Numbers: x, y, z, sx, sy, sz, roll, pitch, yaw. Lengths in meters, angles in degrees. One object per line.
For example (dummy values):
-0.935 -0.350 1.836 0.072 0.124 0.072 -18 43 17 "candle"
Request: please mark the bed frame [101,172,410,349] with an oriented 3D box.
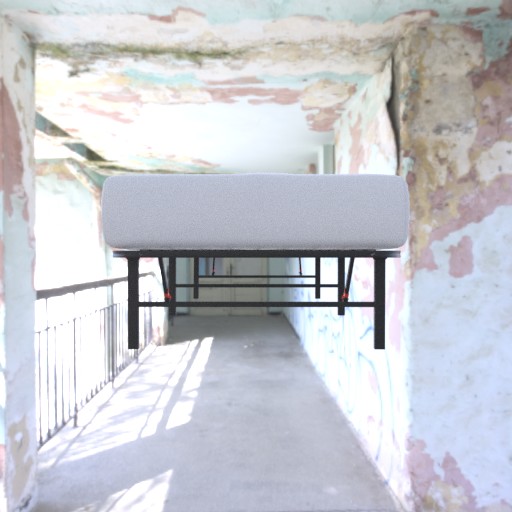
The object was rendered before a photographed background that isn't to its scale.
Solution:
0.000 0.000 2.386 1.025 0.640 1.908 0 1 0 "bed frame"
